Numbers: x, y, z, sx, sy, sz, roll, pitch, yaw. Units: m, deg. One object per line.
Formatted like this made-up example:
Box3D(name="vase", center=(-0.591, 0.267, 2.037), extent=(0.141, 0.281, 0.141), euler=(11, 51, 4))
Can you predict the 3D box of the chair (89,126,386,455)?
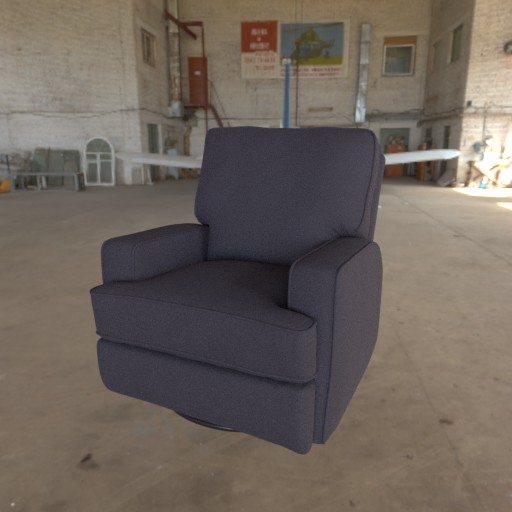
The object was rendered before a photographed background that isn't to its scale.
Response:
Box3D(name="chair", center=(0.000, 0.000, 1.667), extent=(0.861, 0.962, 0.964), euler=(7, 16, 25))
